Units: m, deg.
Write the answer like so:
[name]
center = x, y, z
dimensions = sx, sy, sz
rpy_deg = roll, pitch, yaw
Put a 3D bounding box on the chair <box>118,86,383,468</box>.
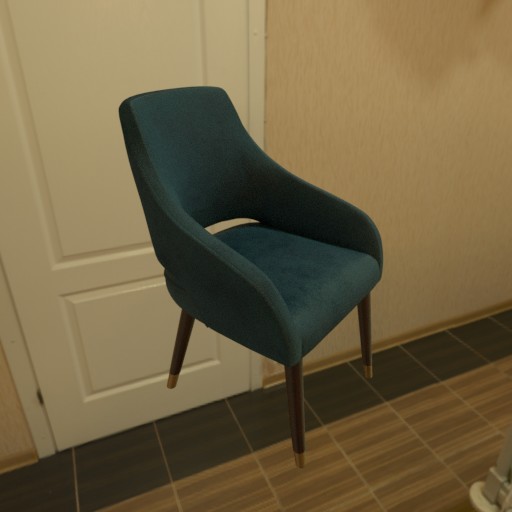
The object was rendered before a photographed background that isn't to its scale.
[chair]
center = 0.000, 0.000, 1.595
dimensions = 0.794, 1.081, 0.683
rpy_deg = 19, 33, 32
